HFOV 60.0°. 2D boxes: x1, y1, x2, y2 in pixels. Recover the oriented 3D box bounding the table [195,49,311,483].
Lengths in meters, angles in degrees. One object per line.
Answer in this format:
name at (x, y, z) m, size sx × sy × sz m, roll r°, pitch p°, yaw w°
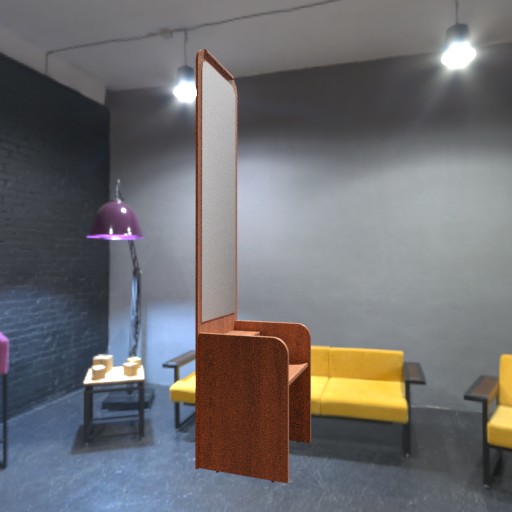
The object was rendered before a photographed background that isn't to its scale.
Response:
table at (0.000, 0.000, 2.043) m, size 0.420 × 1.830 × 0.450 m, roll 0°, pitch 0°, yaw 19°
